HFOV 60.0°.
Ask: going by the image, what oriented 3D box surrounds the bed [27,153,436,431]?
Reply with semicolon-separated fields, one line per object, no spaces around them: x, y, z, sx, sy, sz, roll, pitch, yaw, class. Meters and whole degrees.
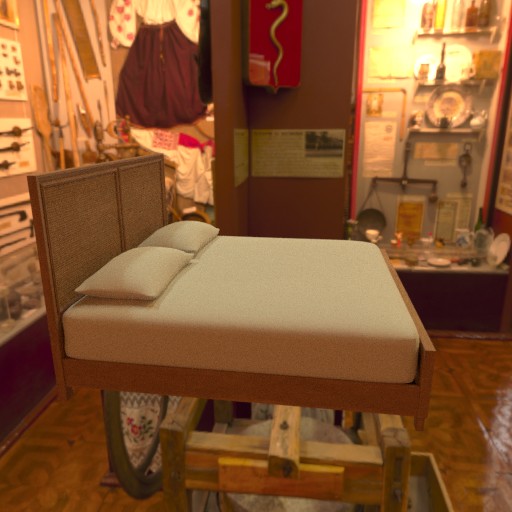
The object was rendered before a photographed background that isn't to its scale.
0.000;0.000;3.361;2.184;1.387;2.003;2;17;8;bed
